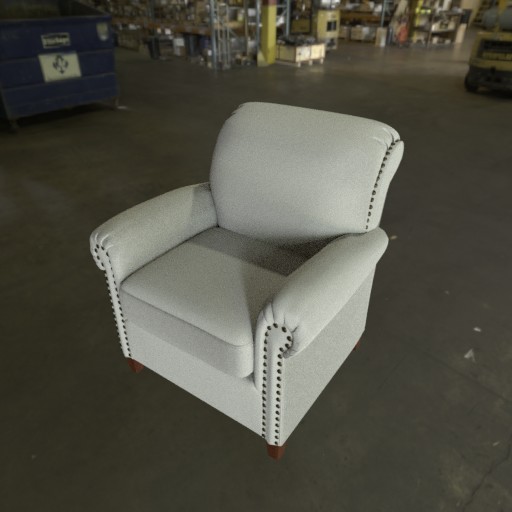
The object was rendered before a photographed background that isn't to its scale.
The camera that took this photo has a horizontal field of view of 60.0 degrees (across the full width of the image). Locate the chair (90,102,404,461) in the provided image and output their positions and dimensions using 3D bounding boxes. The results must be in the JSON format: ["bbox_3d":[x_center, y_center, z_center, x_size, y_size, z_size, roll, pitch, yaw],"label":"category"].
[{"bbox_3d":[0.000,0.000,1.625,0.854,0.927,0.890,20,37,29],"label":"chair"}]
